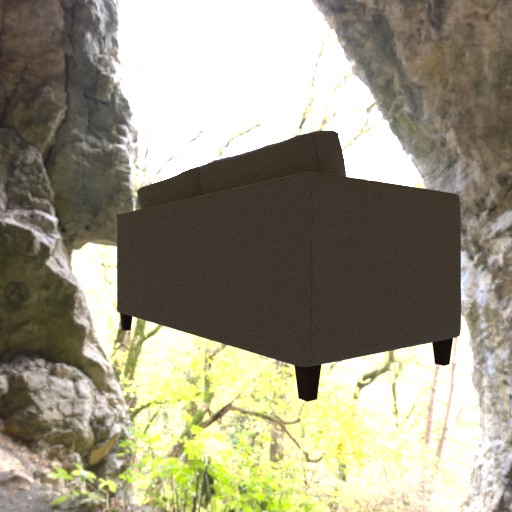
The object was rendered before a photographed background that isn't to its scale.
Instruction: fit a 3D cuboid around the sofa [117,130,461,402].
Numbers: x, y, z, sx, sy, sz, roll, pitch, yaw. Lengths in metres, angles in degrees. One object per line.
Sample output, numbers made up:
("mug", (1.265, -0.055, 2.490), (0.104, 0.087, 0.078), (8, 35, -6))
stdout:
("sofa", (0.000, 0.000, 2.235), (0.873, 0.888, 1.722), (0, 0, -36))
